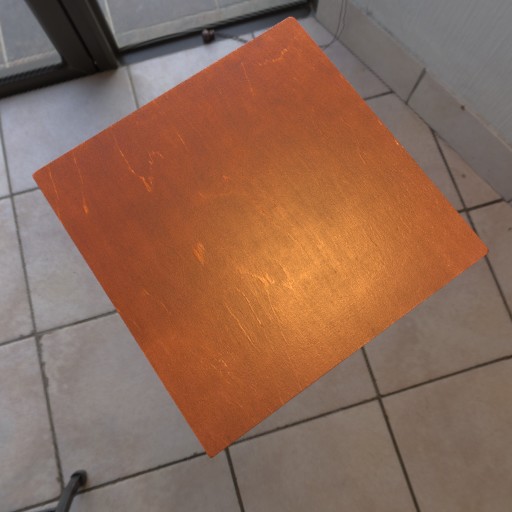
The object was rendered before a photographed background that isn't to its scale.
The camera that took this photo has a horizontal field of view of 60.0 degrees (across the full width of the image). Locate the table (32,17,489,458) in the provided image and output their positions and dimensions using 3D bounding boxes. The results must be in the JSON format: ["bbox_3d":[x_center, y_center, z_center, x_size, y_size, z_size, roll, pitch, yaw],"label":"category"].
[{"bbox_3d":[0.000,0.000,0.827,0.427,0.520,0.427,-34,80,-7],"label":"table"}]
